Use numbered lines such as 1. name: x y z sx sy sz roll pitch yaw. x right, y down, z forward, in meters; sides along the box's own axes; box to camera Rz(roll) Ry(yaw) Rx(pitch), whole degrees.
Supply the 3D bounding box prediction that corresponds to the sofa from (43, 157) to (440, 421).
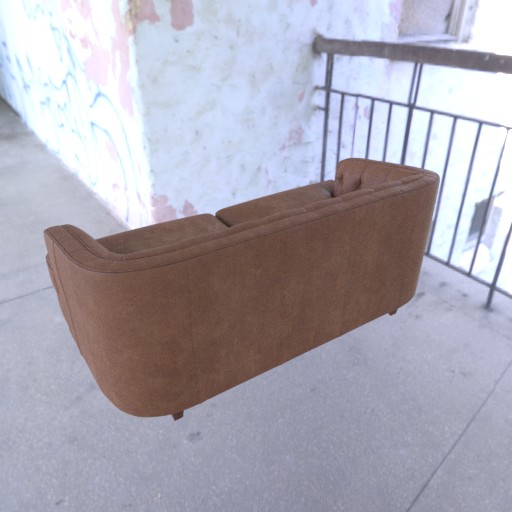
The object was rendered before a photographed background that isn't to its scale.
1. sofa: 0.000 0.000 2.162 1.755 0.786 0.914 -18 35 -28
